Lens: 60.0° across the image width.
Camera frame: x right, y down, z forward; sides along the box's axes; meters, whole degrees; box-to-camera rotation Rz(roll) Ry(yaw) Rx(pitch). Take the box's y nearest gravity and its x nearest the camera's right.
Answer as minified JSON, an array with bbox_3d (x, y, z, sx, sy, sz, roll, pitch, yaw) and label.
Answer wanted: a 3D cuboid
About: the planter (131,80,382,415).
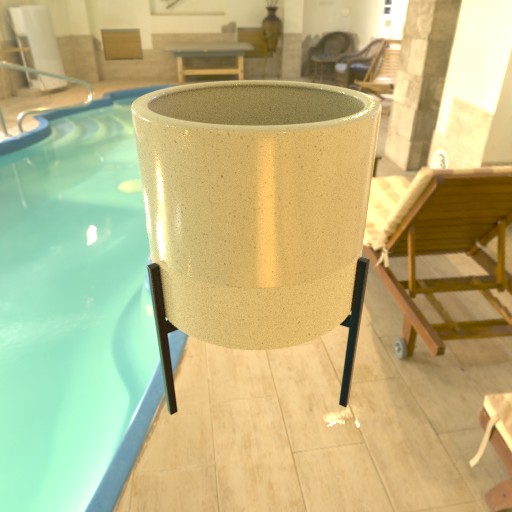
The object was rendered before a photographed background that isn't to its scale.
[{"bbox_3d":[0.000,0.000,0.336,0.152,0.230,0.159,-1,30,-3],"label":"planter"}]
